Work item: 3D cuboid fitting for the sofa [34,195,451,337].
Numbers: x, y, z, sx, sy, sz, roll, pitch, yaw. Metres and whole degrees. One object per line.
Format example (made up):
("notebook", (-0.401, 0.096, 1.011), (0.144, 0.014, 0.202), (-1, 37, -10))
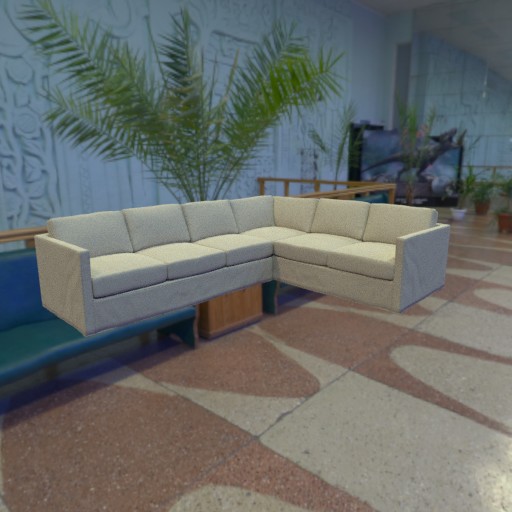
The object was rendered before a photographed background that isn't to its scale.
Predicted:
("sofa", (0.000, 0.000, 4.254), (2.432, 0.871, 3.182), (13, 18, 43))
